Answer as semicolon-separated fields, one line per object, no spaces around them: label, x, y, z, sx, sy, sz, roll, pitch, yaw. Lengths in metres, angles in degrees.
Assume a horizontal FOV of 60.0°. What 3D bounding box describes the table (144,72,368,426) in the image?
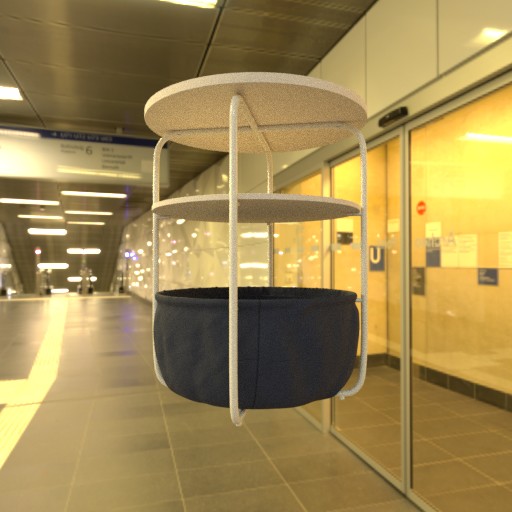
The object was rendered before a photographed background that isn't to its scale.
table;0.000;0.000;0.854;0.418;0.532;0.418;1;-1;-35
